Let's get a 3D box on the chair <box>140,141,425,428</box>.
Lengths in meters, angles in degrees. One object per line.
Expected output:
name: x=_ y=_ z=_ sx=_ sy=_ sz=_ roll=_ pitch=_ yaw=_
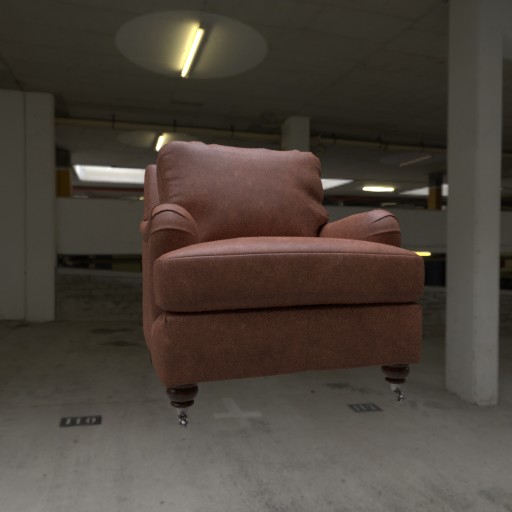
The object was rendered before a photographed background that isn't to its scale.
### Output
chair: x=0.000 y=0.000 z=1.982 sx=0.986 sy=1.055 sz=1.158 roll=0 pitch=1 yaw=-18
